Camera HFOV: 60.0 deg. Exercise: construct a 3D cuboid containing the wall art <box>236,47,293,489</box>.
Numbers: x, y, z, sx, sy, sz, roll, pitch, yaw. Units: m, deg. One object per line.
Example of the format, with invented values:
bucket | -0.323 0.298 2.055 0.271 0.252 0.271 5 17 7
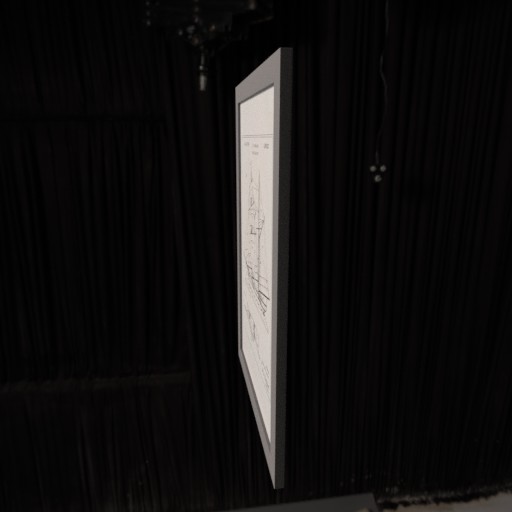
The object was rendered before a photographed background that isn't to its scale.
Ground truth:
wall art | 0.000 0.000 0.695 0.013 0.534 0.380 -2 15 -9
